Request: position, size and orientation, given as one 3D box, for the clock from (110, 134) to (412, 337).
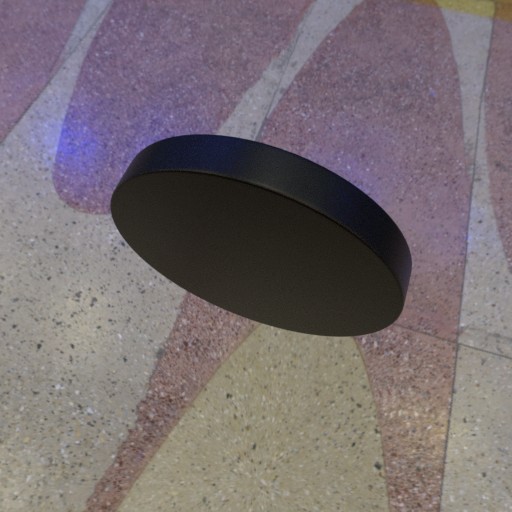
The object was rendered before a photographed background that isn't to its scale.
[{"bbox_3d":[0.000,0.000,0.474,0.314,0.314,0.040,18,64,9],"label":"clock"}]
